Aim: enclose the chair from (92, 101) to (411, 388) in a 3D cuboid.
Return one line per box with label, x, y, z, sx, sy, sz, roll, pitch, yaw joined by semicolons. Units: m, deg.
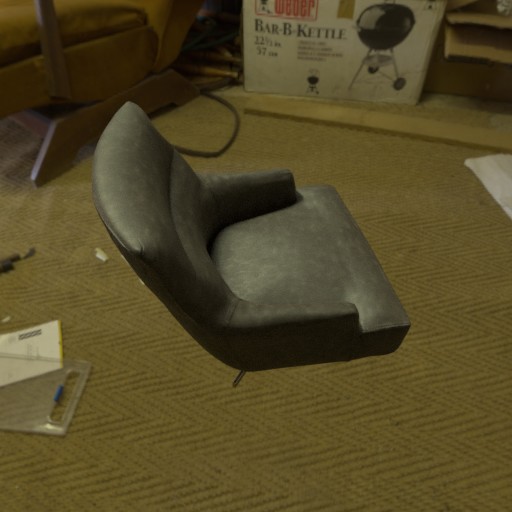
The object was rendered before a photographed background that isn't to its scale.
chair;0.000;0.000;1.513;0.874;0.870;0.738;-9;47;-9
